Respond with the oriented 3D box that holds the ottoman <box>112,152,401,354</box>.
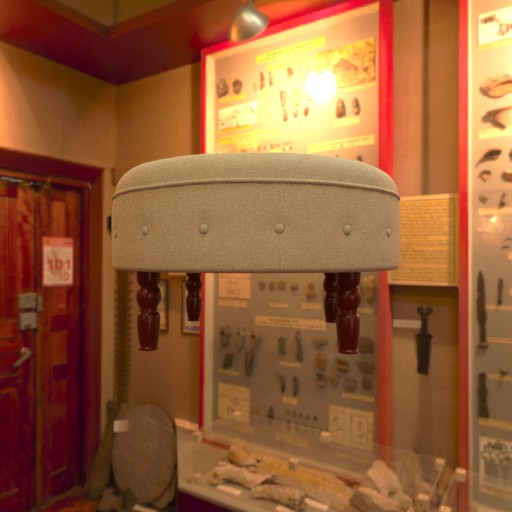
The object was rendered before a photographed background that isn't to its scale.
[{"bbox_3d":[0.000,0.000,1.370,0.849,0.478,0.849,0,0,0],"label":"ottoman"}]
